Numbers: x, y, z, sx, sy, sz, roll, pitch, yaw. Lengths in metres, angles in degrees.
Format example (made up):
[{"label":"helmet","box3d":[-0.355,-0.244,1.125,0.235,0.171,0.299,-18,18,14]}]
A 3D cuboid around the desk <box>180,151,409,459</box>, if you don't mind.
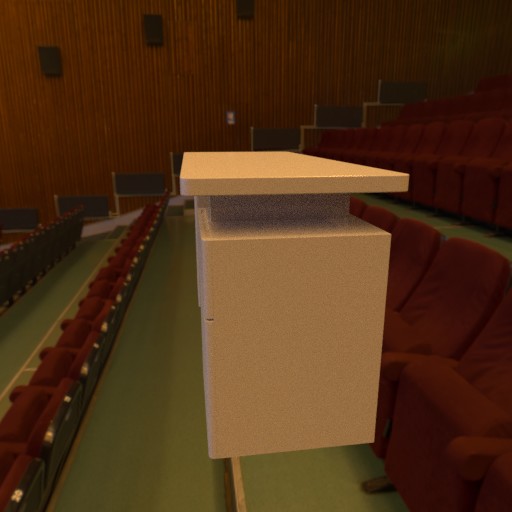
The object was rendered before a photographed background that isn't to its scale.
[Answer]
[{"label":"desk","box3d":[0.000,0.000,1.785,0.550,0.762,1.400,-2,16,-8]}]
